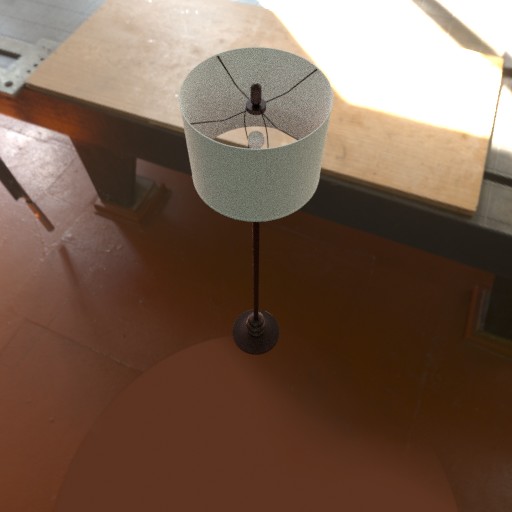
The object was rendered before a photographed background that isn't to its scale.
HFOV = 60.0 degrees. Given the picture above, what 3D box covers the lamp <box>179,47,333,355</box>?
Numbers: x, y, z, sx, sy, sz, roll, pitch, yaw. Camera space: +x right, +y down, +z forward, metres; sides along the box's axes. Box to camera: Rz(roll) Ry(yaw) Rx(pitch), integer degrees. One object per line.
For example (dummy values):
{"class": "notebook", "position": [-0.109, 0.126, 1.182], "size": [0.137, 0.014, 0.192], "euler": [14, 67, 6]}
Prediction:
{"class": "lamp", "position": [0.000, 0.000, 1.636], "size": [0.356, 1.487, 0.356], "euler": [-29, 63, -17]}
